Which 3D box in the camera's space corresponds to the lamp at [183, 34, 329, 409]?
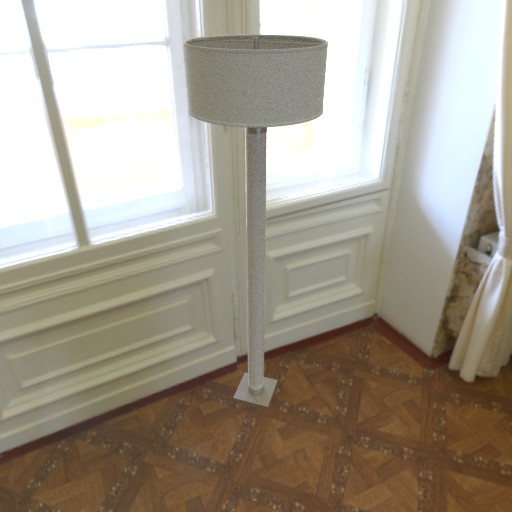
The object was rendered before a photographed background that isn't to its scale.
[{"bbox_3d":[0.000,0.000,1.662,0.420,1.475,0.420,9,33,15],"label":"lamp"}]
